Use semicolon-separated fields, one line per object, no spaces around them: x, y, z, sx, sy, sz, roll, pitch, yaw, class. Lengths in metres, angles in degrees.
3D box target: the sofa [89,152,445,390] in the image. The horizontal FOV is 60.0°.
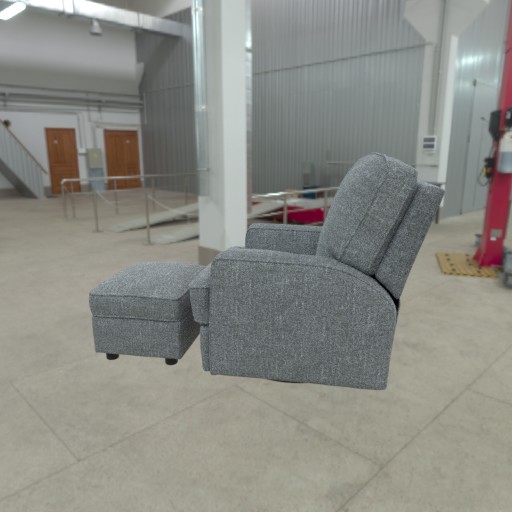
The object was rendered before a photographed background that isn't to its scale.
0.000;0.000;2.103;1.472;0.959;0.861;2;14;10;sofa
